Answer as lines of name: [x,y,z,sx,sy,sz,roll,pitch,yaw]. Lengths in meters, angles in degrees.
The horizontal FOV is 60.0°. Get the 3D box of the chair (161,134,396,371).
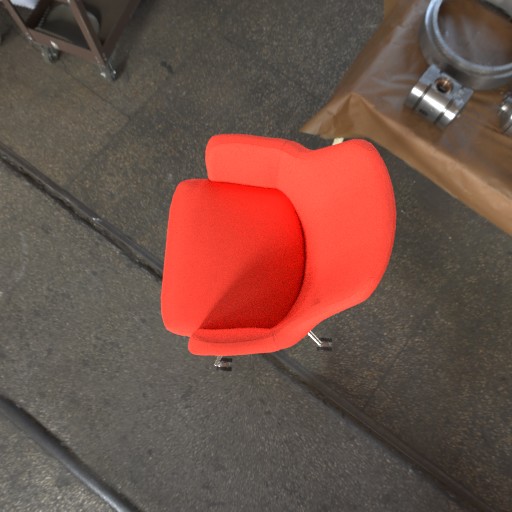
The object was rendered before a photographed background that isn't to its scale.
chair: [0.000,0.000,1.279,0.600,0.820,0.655,3,76,1]
